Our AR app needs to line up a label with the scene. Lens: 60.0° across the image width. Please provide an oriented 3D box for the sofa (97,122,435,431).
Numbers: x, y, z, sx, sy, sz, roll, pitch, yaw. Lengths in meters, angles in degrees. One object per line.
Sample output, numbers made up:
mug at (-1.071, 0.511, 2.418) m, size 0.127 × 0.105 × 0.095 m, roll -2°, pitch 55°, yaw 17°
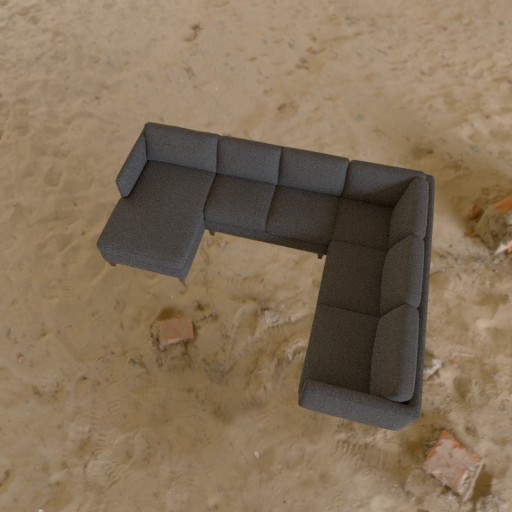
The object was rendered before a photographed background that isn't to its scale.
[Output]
sofa at (0.000, 0.000, 4.416) m, size 3.238 × 0.853 × 2.551 m, roll 12°, pitch 60°, yaw 7°
